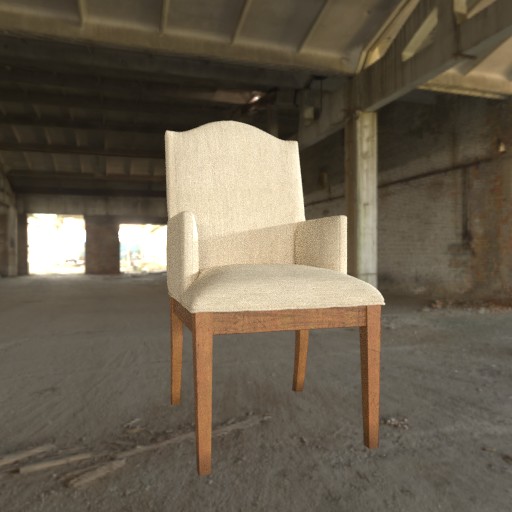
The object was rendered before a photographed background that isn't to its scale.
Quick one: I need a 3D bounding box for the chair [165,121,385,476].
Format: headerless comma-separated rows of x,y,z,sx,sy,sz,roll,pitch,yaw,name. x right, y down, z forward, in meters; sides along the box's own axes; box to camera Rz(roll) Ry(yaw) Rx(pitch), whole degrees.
0.000,0.000,1.401,0.533,1.016,0.641,0,1,-18,chair
